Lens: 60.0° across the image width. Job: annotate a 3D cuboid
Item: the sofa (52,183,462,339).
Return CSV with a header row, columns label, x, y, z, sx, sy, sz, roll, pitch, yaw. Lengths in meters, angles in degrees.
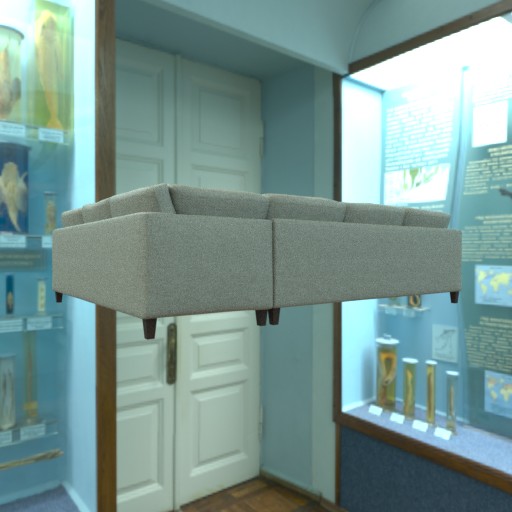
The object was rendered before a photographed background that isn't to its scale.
label,x,y,z,sx,sy,sz,roll,pitch,yaw
sofa,0.000,0.000,4.429,3.333,0.934,2.522,0,0,-36
